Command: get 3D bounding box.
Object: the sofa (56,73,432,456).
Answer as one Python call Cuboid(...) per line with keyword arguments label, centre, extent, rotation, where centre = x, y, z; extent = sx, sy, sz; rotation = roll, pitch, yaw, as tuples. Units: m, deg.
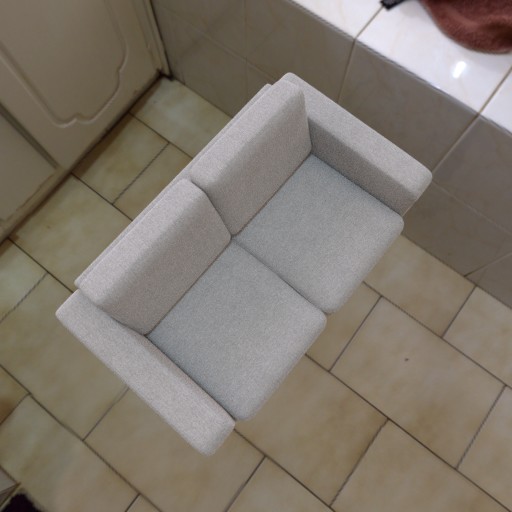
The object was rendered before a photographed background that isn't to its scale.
Cuboid(label="sofa", centre=(0.000, 0.000, 2.056), extent=(0.900, 0.800, 1.540), rotation=(39, 78, 10))
